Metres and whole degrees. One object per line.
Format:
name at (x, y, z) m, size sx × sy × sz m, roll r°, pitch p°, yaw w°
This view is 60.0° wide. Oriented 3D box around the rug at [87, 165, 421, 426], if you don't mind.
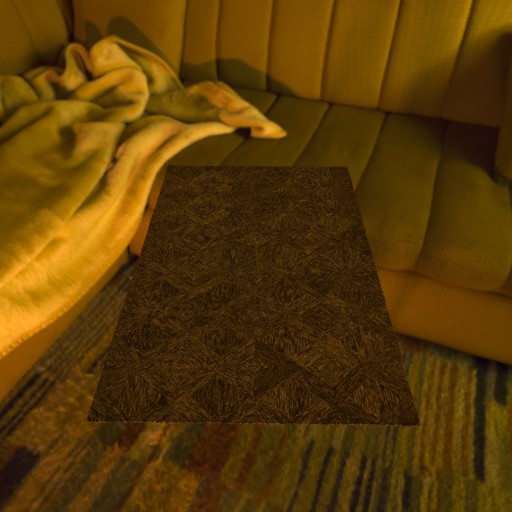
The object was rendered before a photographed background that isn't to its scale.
rug at (0.000, 0.000, 2.244) m, size 1.189 × 0.011 × 1.808 m, roll 0°, pitch 41°, yaw 1°
